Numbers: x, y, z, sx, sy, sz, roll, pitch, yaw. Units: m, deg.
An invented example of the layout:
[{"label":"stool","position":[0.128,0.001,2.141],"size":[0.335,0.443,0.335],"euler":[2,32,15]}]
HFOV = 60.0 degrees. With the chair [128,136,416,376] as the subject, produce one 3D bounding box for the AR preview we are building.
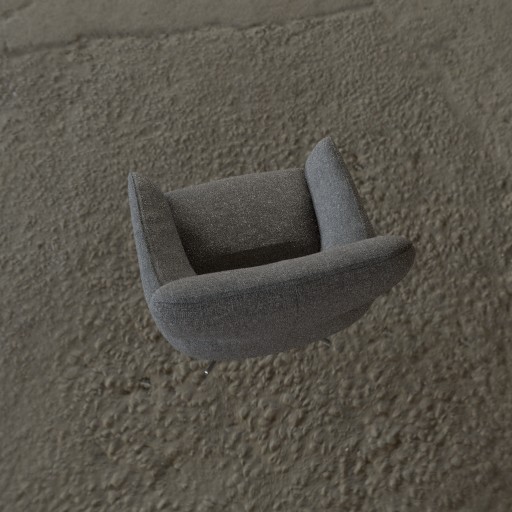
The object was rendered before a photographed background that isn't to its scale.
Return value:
[{"label":"chair","position":[0.000,0.000,1.400],"size":[0.706,0.812,0.715],"euler":[-12,59,-7]}]
